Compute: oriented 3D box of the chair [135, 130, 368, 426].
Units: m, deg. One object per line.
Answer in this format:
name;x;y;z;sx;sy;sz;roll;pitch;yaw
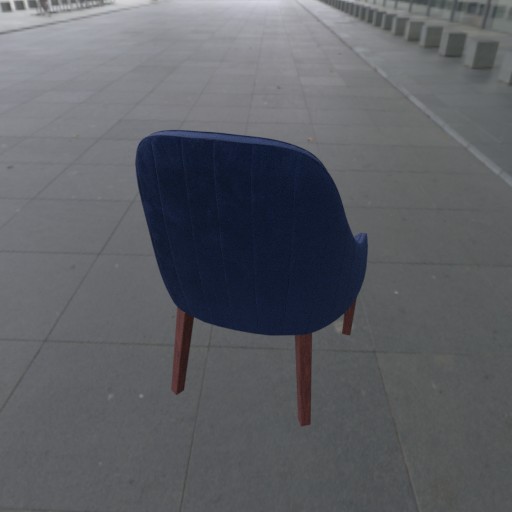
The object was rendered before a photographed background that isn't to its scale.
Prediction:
chair;0.000;0.000;1.327;0.643;0.889;0.575;9;33;14
